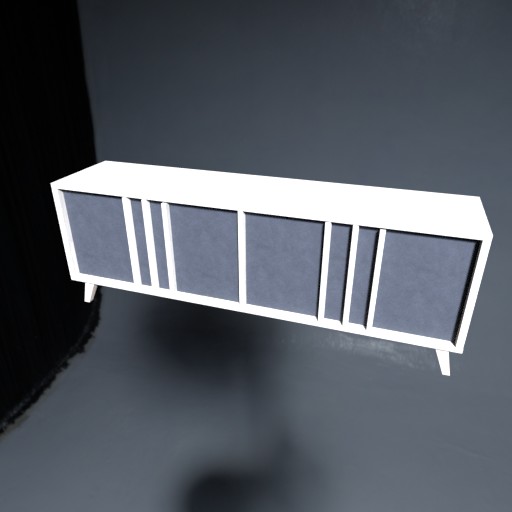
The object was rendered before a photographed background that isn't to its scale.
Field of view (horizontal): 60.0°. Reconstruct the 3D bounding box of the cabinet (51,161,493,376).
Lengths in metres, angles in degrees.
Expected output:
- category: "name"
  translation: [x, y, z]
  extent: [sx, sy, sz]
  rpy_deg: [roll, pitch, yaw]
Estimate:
- category: "cabinet"
  translation: [0.000, 0.000, 2.496]
  extent: [2.198, 0.779, 0.499]
  rpy_deg: [9, 28, 16]
